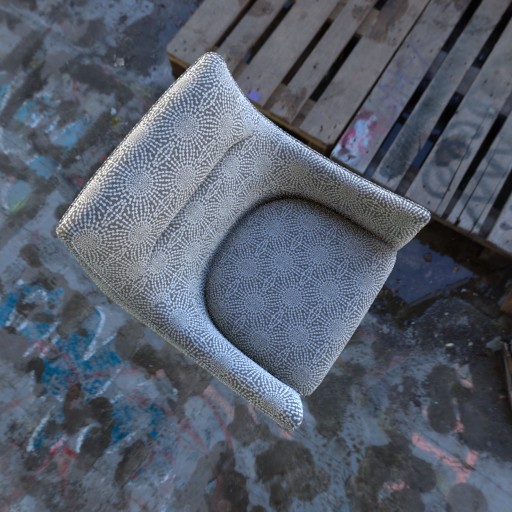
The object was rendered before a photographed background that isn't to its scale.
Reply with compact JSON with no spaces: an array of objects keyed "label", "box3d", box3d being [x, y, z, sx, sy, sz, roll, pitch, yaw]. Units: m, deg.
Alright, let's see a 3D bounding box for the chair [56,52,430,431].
[{"label":"chair","box3d":[0.000,0.000,1.443,0.787,0.838,0.762,34,78,8]}]
